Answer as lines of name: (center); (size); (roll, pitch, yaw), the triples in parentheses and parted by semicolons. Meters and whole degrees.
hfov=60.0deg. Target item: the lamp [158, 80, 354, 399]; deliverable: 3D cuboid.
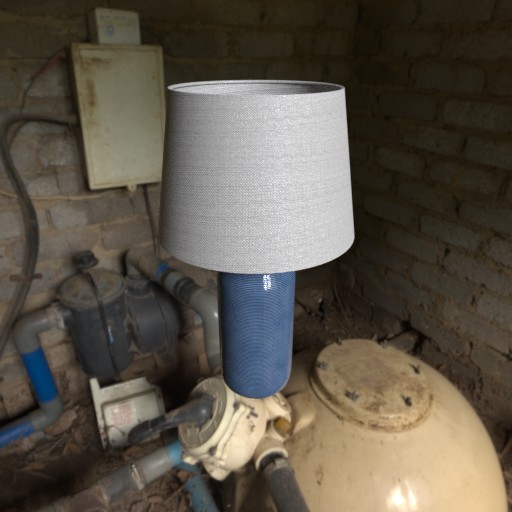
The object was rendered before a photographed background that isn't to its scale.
lamp: (0.000, 0.000, 0.597); (0.253, 0.428, 0.253); (0, 25, 0)
